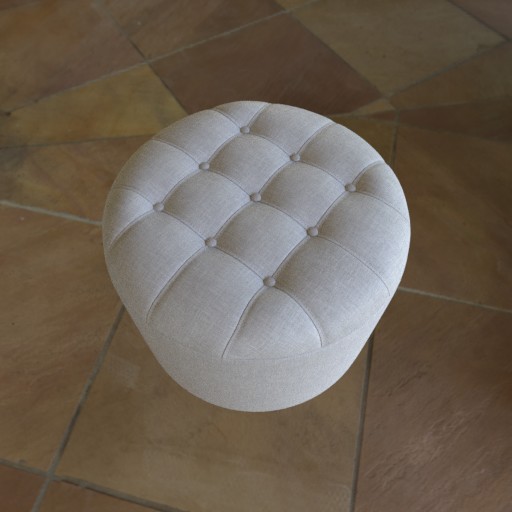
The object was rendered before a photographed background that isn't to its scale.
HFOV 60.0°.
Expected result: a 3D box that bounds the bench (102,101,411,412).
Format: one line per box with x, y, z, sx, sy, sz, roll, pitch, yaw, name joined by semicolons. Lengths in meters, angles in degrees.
0.000;0.000;1.005;0.600;0.453;0.600;0;58;0;bench
